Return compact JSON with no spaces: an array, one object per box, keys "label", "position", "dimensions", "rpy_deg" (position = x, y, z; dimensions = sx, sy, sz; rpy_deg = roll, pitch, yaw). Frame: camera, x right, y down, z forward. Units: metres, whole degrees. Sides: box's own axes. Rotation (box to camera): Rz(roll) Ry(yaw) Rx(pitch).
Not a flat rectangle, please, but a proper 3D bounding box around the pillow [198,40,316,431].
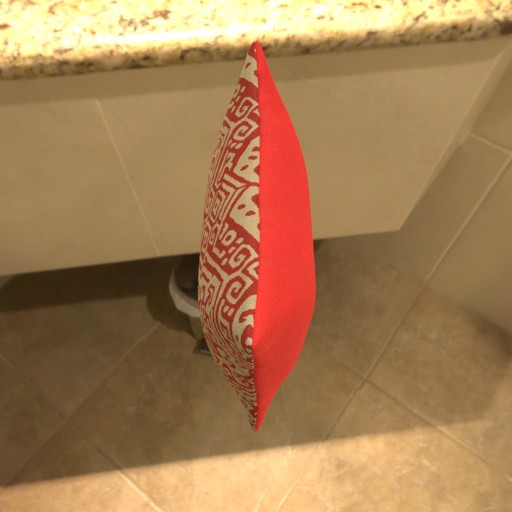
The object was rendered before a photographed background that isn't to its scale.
[{"label":"pillow","position":[0.000,0.000,0.799],"dimensions":[0.192,0.507,0.522],"rpy_deg":[0,59,0]}]
